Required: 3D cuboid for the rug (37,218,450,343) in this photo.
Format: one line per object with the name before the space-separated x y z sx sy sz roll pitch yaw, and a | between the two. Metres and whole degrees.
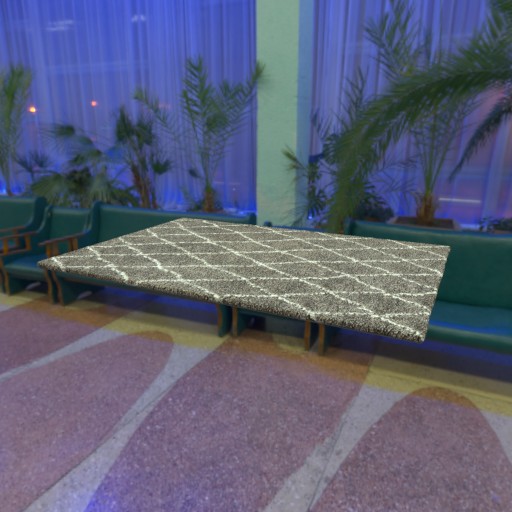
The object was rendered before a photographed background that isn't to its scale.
rug | 0.000 0.000 2.288 1.778 0.030 1.219 8 18 25
